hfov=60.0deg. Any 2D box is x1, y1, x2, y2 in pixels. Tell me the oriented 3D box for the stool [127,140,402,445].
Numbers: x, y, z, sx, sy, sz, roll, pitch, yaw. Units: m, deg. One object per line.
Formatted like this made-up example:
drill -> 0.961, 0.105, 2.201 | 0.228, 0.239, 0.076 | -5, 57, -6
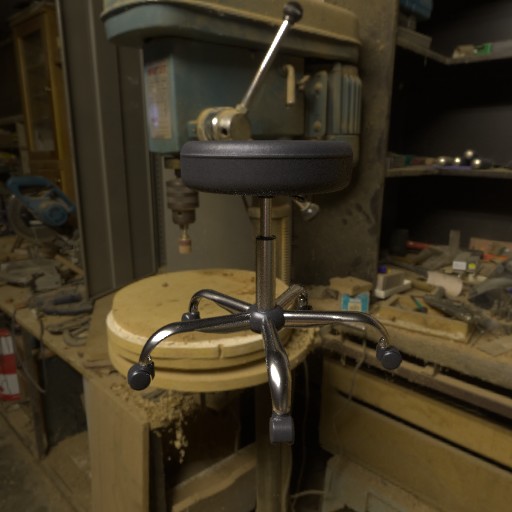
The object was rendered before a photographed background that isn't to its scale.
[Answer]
stool -> 0.000, 0.000, 1.146 | 0.673, 0.576, 0.638 | -14, 20, -43
